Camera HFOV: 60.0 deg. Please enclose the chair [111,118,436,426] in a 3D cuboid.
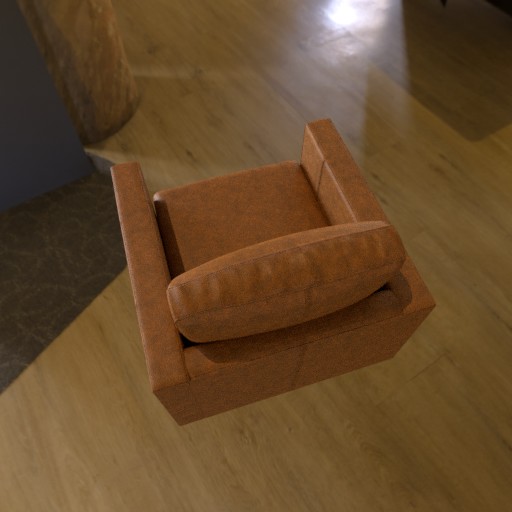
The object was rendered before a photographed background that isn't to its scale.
[{"bbox_3d":[0.000,0.000,1.694,0.890,0.956,0.909,-15,60,-9],"label":"chair"}]
